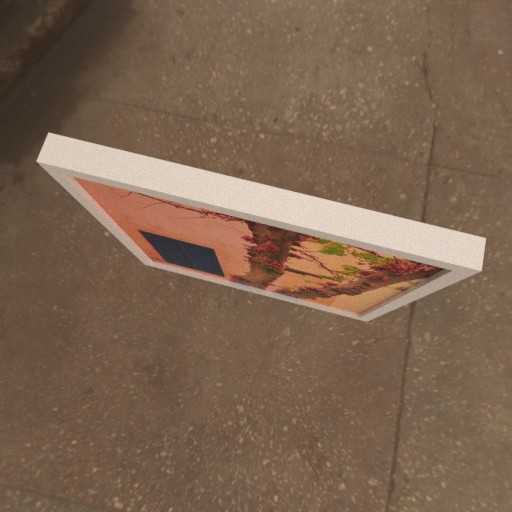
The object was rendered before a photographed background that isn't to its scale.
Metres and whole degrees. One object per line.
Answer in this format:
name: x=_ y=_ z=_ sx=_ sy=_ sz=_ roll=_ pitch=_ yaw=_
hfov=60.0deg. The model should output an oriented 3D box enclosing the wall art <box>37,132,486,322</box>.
wall art: x=0.000 y=0.000 z=0.739 sx=0.507 sy=0.508 sz=0.038 roll=14 pitch=76 yaw=4
